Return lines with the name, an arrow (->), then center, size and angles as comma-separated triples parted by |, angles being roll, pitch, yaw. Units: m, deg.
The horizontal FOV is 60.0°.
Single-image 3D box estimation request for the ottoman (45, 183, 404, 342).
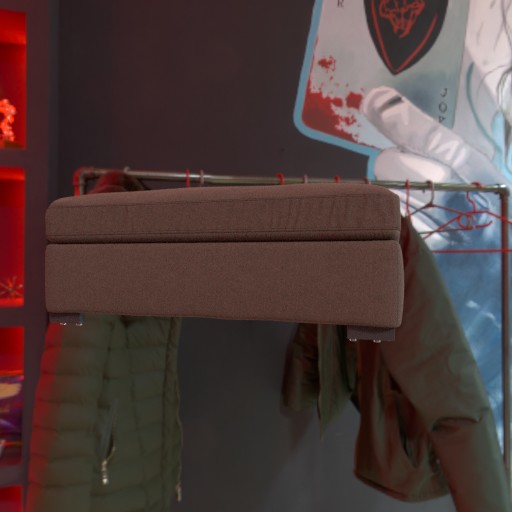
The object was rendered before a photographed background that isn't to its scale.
ottoman -> 0.000, 0.000, 1.884 | 1.181, 0.470, 1.181 | 0, 0, 18
